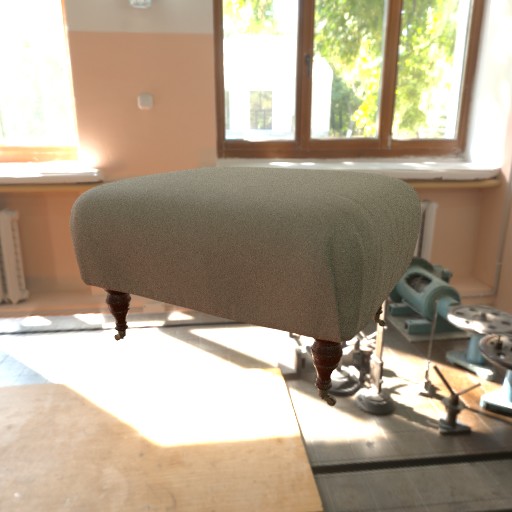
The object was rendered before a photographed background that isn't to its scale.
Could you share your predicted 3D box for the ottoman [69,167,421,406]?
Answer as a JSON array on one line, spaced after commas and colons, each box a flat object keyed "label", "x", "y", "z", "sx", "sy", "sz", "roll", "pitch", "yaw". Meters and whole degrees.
[{"label": "ottoman", "x": 0.000, "y": 0.000, "z": 1.173, "sx": 0.746, "sy": 0.450, "sz": 0.639, "roll": 9, "pitch": 18, "yaw": 28}]
